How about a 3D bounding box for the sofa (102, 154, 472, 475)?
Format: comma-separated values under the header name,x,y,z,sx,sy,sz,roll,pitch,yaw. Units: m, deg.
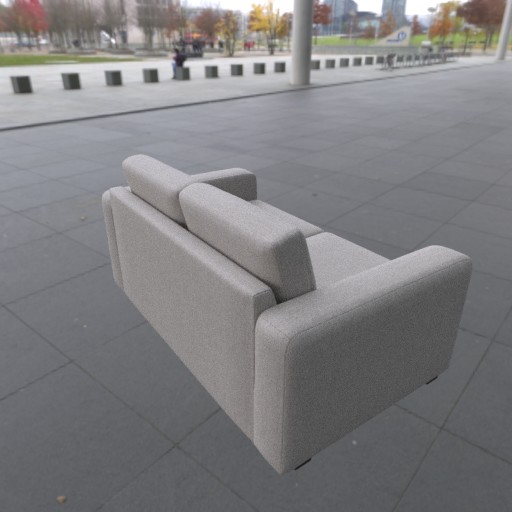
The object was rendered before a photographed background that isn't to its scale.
name,x,y,z,sx,sy,sz,roll,pitch,yaw
sofa,0.000,0.000,2.005,0.900,0.800,1.540,-17,31,-31
